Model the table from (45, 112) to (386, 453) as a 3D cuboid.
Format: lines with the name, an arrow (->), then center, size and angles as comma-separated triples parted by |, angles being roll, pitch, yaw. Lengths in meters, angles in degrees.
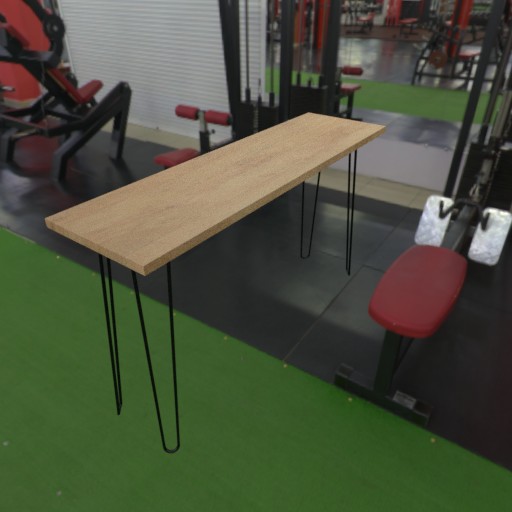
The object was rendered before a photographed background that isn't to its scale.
table -> 0.000, 0.000, 1.795 | 0.399, 0.799, 1.400 | 21, 38, 30
